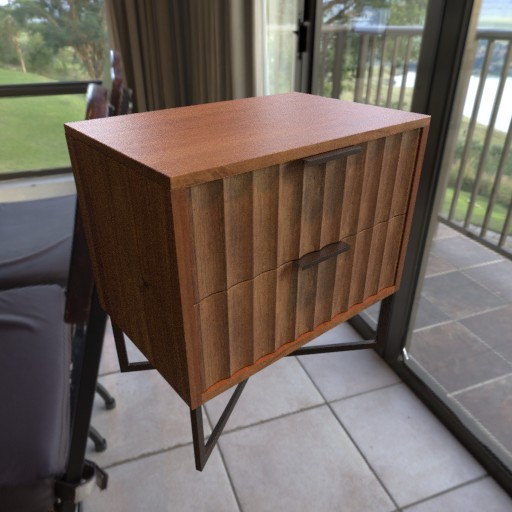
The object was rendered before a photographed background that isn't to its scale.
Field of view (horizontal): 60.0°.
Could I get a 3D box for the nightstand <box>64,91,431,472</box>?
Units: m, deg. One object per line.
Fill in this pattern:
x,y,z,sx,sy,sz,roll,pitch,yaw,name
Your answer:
0.000,0.000,1.028,0.613,0.615,0.427,-22,35,-34,nightstand
